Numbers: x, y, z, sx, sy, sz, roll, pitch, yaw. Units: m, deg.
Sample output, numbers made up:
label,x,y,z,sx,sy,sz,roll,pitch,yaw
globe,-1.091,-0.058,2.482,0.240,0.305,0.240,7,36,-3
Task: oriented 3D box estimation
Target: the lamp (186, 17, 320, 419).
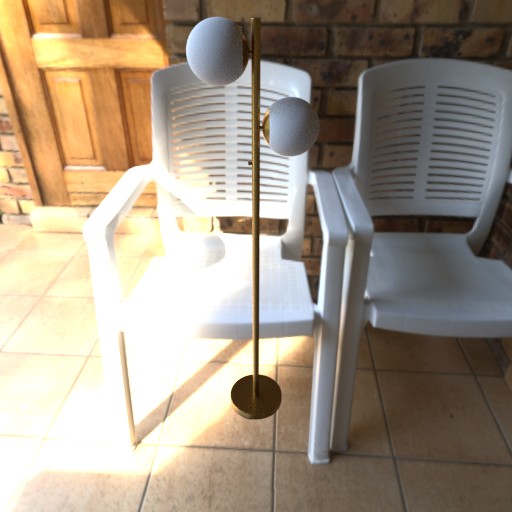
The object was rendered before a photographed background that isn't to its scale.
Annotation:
label,x,y,z,sx,sy,sz,roll,pitch,yaw
lamp,0.000,0.000,1.724,0.419,1.641,0.249,-1,32,-2
